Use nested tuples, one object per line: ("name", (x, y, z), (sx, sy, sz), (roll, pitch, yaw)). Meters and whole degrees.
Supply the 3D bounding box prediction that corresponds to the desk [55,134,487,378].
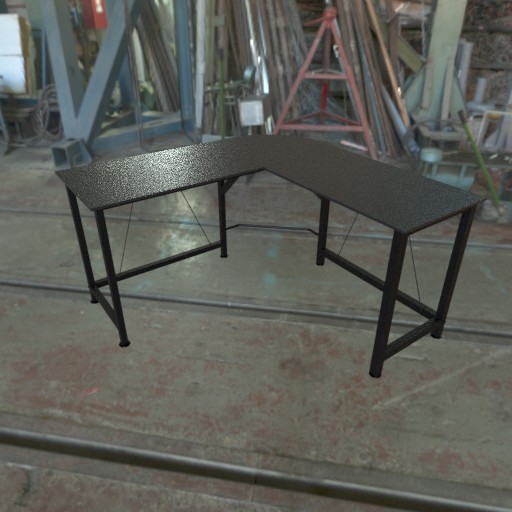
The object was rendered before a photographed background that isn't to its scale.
("desk", (0.000, 0.000, 2.204), (1.400, 0.762, 1.400), (-20, 36, -30))
